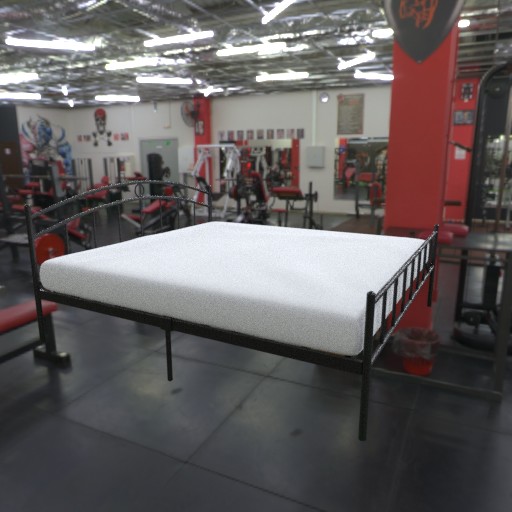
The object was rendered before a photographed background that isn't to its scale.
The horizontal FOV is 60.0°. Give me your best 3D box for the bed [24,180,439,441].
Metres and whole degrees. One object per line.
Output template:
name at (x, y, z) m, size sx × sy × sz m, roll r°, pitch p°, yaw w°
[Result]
bed at (0.000, 0.000, 2.968) m, size 2.040 × 0.940 × 1.880 m, roll 7°, pitch 15°, yaw 28°
